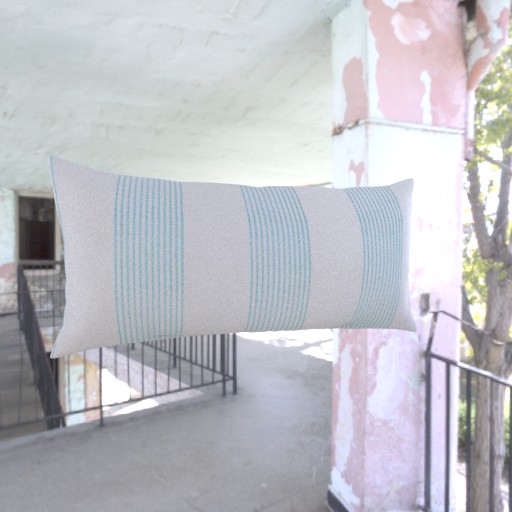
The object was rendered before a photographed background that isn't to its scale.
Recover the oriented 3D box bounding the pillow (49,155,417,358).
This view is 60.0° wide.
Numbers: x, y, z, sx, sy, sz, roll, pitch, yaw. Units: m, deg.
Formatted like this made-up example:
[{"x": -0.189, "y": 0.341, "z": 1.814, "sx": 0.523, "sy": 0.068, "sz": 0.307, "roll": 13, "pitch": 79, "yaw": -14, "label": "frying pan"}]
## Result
[{"x": 0.000, "y": 0.000, "z": 0.713, "sx": 0.610, "sy": 0.287, "sz": 0.151, "roll": 0, "pitch": 1, "yaw": -17, "label": "pillow"}]
